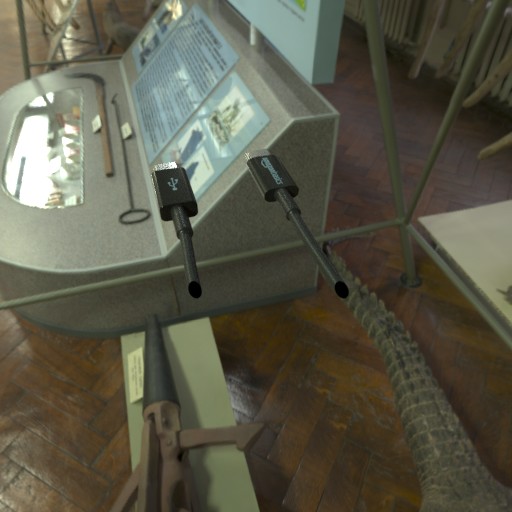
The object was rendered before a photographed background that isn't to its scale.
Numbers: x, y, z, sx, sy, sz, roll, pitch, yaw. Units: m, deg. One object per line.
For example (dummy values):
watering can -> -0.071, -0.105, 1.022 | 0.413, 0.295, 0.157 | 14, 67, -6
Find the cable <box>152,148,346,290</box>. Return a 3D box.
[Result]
cable -> 0.000, 0.000, 0.109 | 0.040, 0.006, 0.098 | -11, 43, -12
